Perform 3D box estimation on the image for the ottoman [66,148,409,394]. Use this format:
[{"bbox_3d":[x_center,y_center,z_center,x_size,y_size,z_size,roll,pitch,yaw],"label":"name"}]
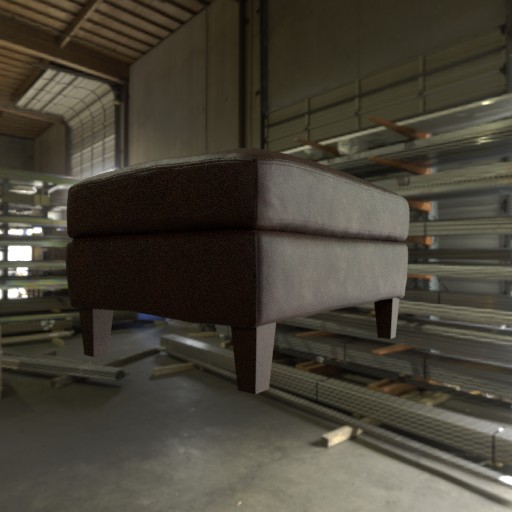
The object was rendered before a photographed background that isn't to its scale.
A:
[{"bbox_3d":[0.000,0.000,1.307,0.659,0.527,0.887,0,0,37],"label":"ottoman"}]
